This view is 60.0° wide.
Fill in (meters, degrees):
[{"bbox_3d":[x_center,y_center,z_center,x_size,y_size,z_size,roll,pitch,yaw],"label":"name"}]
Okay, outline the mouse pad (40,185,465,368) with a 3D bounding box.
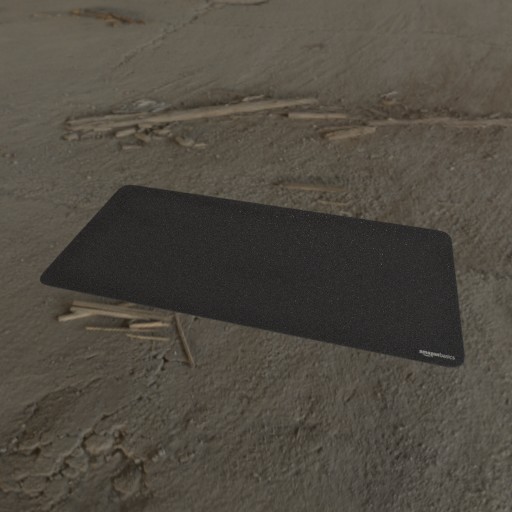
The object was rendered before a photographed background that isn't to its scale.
[{"bbox_3d":[0.000,0.000,1.051,0.907,0.003,0.424,10,42,11],"label":"mouse pad"}]
